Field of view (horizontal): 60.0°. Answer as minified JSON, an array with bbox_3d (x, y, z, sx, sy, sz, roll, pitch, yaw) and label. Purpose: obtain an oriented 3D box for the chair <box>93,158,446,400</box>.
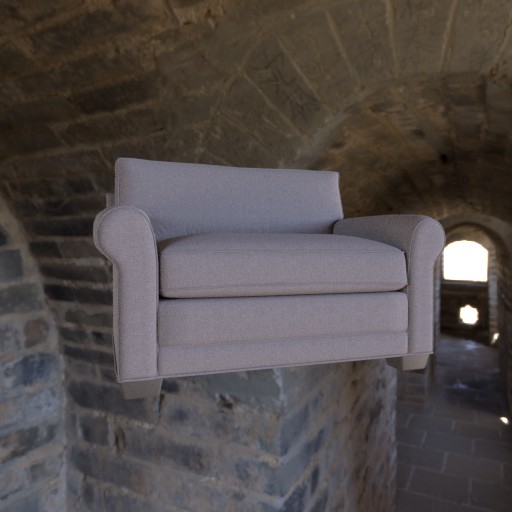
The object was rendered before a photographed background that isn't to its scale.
[{"bbox_3d":[0.000,0.000,2.017,1.390,0.930,0.930,0,1,-19],"label":"chair"}]
